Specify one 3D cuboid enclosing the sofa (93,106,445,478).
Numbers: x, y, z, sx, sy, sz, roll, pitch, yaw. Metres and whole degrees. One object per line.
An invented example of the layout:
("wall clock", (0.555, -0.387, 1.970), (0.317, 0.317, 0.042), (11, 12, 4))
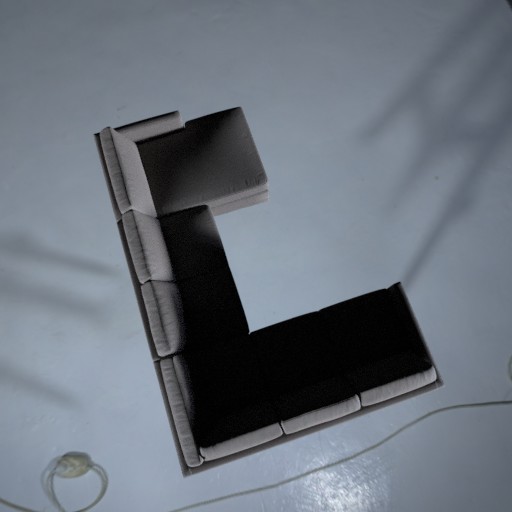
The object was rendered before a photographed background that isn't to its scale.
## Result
("sofa", (0.000, 0.000, 4.494), (2.427, 0.882, 3.460), (-18, 76, -5))
